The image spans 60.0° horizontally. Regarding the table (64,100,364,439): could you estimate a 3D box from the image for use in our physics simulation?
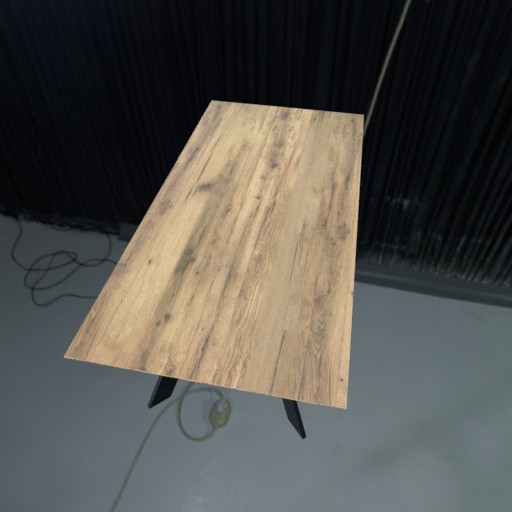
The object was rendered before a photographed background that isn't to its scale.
[{"bbox_3d":[0.000,0.000,2.474,1.000,0.770,2.000,8,46,8],"label":"table"}]
